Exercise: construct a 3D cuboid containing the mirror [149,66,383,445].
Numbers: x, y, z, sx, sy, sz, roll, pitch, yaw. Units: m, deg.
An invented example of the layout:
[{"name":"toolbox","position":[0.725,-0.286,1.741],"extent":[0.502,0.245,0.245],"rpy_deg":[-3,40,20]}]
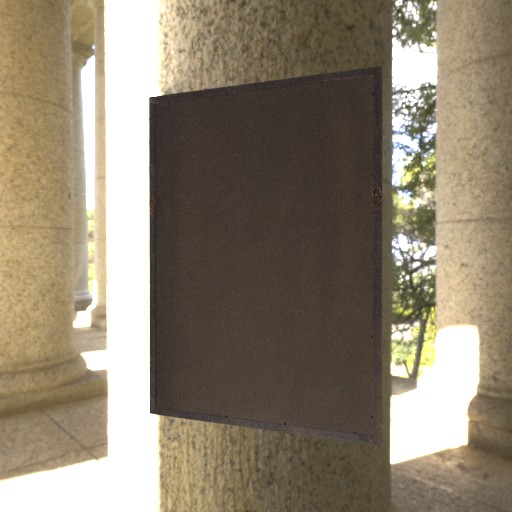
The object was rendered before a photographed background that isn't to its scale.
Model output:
[{"name":"mirror","position":[0.000,0.000,1.285],"extent":[0.705,0.996,0.025],"rpy_deg":[0,0,19]}]
